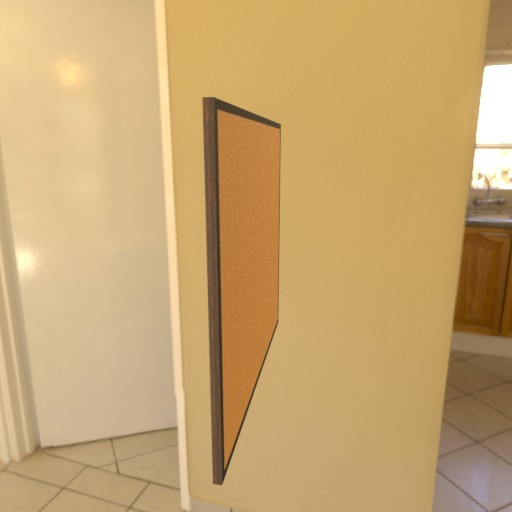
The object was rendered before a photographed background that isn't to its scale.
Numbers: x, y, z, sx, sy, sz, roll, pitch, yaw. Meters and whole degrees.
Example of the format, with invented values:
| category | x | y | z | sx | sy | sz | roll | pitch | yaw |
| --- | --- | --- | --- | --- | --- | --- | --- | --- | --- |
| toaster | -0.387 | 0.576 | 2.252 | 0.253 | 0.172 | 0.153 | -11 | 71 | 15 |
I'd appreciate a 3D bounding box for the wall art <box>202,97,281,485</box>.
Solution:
| category | x | y | z | sx | sy | sz | roll | pitch | yaw |
| --- | --- | --- | --- | --- | --- | --- | --- | --- | --- |
| wall art | 0.000 | 0.000 | 1.447 | 0.023 | 0.875 | 1.033 | 2 | 14 | 10 |
